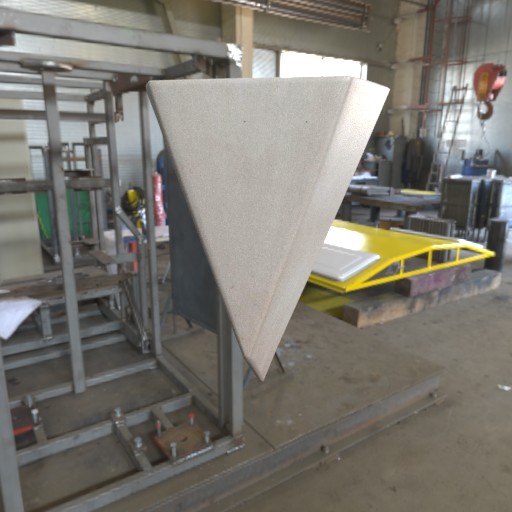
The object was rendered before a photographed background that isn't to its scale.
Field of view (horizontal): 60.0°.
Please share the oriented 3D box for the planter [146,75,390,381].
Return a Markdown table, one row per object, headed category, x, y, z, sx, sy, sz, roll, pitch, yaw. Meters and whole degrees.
| category | x | y | z | sx | sy | sz | roll | pitch | yaw |
| --- | --- | --- | --- | --- | --- | --- | --- | --- | --- |
| planter | 0.000 | 0.000 | 0.273 | 0.150 | 0.197 | 0.060 | 3 | 14 | 10 |
